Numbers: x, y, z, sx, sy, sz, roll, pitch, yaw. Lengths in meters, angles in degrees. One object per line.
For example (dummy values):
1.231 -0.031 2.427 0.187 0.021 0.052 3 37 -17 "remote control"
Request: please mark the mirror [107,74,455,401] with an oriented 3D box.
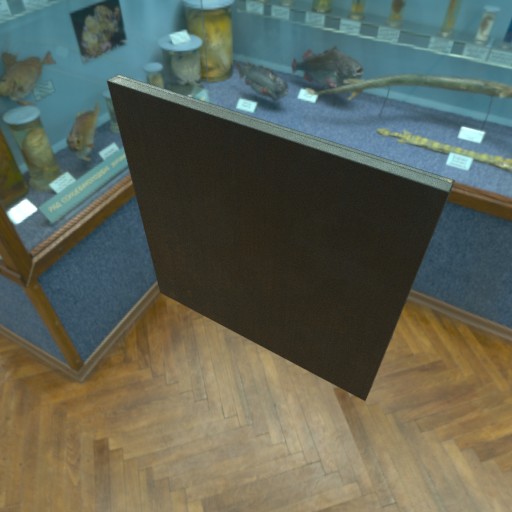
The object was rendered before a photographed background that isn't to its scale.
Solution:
0.000 0.000 0.573 0.382 0.381 0.020 24 51 21 "mirror"
